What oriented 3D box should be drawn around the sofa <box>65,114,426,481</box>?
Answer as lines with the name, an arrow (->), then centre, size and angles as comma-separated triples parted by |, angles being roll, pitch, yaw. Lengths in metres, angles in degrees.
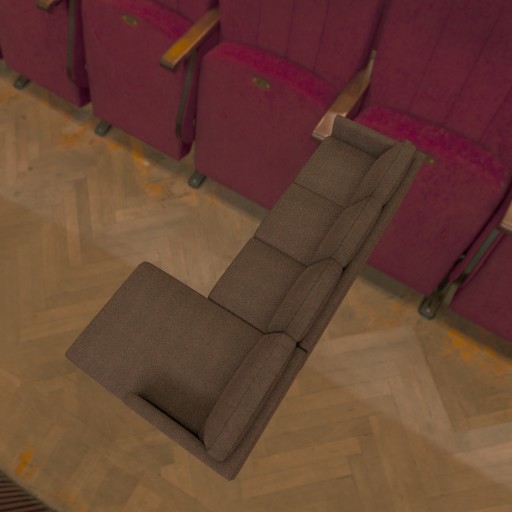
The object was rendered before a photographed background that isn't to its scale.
sofa -> 0.000, 0.000, 3.886 | 1.650, 0.922, 3.205 | 30, 68, 14
